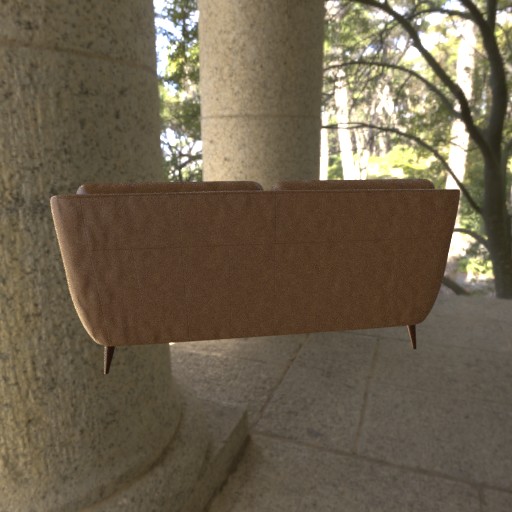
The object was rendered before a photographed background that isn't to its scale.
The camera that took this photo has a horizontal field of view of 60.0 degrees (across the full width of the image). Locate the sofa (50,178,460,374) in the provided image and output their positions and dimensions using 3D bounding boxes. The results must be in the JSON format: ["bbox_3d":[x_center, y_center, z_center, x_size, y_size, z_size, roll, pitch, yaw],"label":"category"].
[{"bbox_3d":[0.000,0.000,2.366,1.902,0.839,0.904,-2,14,-10],"label":"sofa"}]
